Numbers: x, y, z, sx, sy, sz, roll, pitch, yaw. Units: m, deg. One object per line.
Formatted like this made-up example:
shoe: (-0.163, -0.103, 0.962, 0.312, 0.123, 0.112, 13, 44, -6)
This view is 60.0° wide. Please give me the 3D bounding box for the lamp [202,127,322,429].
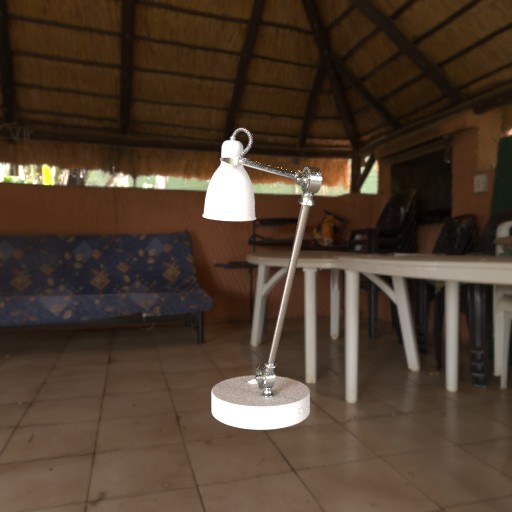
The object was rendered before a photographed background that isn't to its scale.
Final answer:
lamp: (0.000, 0.000, 0.870, 0.187, 0.587, 0.561, 0, 1, -17)
